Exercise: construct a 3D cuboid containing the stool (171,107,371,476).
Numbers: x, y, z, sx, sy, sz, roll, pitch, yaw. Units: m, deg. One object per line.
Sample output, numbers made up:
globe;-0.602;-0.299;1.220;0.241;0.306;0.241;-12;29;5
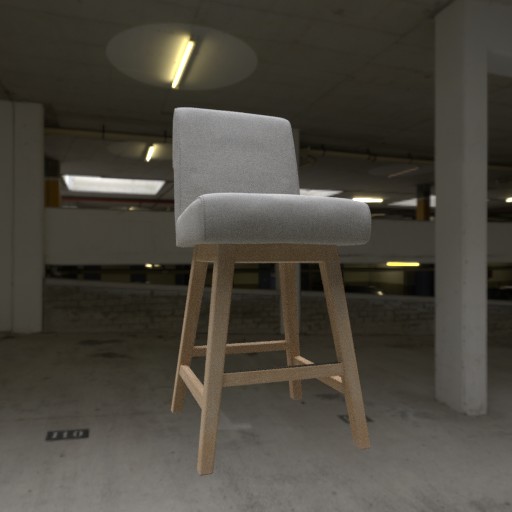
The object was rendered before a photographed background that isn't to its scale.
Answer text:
stool;0.000;0.000;1.428;0.507;1.085;0.606;0;0;-19
